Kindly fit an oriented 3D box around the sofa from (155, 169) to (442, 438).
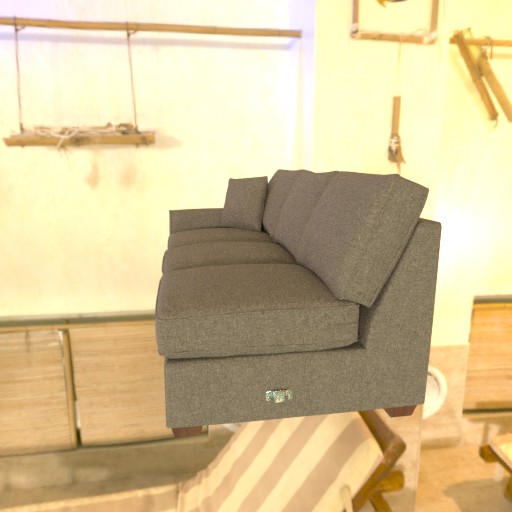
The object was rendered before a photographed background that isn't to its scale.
[{"bbox_3d":[0.000,0.000,2.477,1.034,0.946,1.963,-2,12,-10],"label":"sofa"}]
